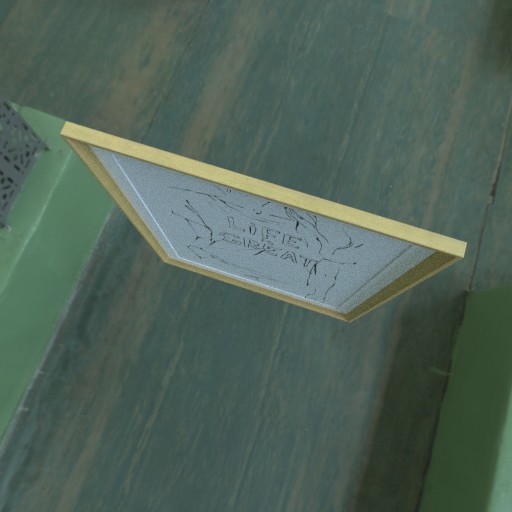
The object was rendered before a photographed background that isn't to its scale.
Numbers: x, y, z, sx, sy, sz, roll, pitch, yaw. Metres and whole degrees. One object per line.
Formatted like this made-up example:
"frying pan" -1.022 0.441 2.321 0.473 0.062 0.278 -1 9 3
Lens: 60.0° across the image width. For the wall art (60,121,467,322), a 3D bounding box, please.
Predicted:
"wall art" 0.000 0.000 1.320 0.798 1.002 0.030 18 75 5
